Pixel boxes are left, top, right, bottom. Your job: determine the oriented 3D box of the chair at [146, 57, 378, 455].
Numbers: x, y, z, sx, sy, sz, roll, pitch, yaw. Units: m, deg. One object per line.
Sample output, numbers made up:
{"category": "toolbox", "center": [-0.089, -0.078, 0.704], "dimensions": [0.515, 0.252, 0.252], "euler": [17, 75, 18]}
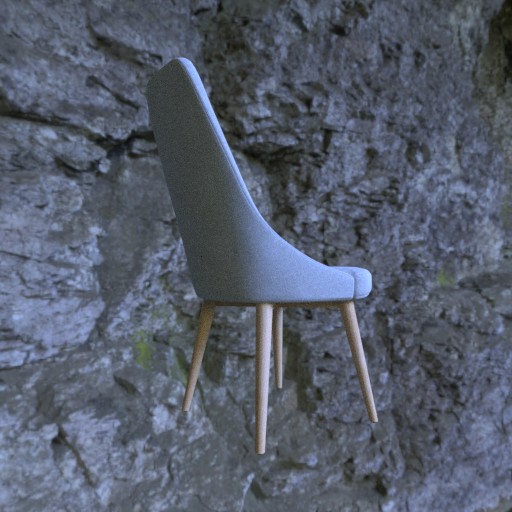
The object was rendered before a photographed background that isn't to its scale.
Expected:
{"category": "chair", "center": [0.000, 0.000, 1.410], "dimensions": [0.660, 1.040, 0.510], "euler": [1, -1, -36]}
